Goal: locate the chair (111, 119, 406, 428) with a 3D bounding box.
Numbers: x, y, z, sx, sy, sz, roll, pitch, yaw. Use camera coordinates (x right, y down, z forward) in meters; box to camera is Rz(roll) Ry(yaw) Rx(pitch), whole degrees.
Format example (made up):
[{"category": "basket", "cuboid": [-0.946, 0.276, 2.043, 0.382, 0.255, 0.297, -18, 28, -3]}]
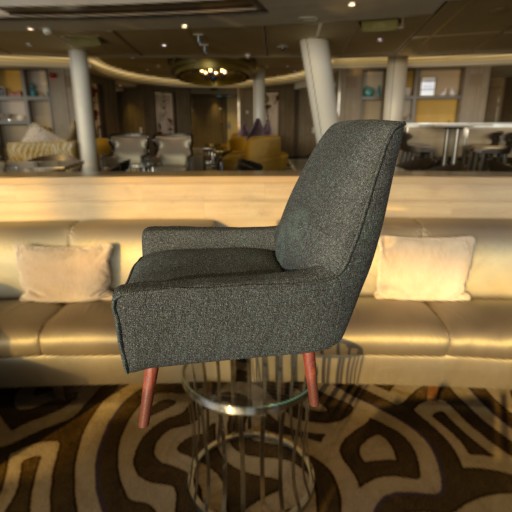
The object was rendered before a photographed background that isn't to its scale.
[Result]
[{"category": "chair", "cuboid": [0.000, 0.000, 1.499, 0.859, 0.883, 0.763, -2, 17, -7]}]
